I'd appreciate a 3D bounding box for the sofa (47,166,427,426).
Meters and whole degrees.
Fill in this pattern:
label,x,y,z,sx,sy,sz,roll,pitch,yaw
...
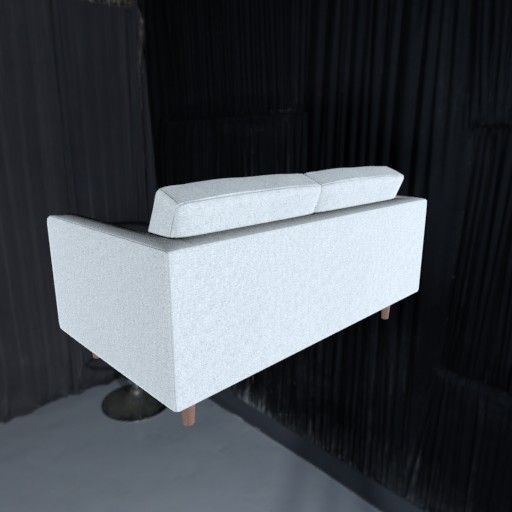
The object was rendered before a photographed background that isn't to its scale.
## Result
label,x,y,z,sx,sy,sz,roll,pitch,yaw
sofa,0.000,0.000,2.309,1.731,0.900,1.000,-14,20,-43
